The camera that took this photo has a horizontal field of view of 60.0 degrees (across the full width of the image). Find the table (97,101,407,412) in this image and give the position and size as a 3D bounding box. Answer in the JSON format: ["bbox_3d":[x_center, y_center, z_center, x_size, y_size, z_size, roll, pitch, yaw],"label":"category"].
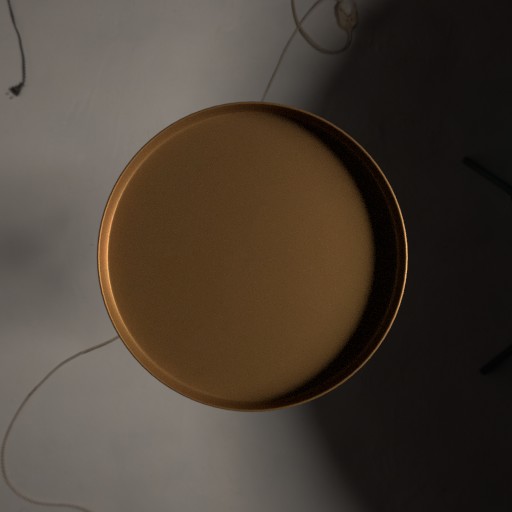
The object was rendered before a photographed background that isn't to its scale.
[{"bbox_3d":[0.000,0.000,0.665,0.299,0.480,0.299,0,90,1],"label":"table"}]
